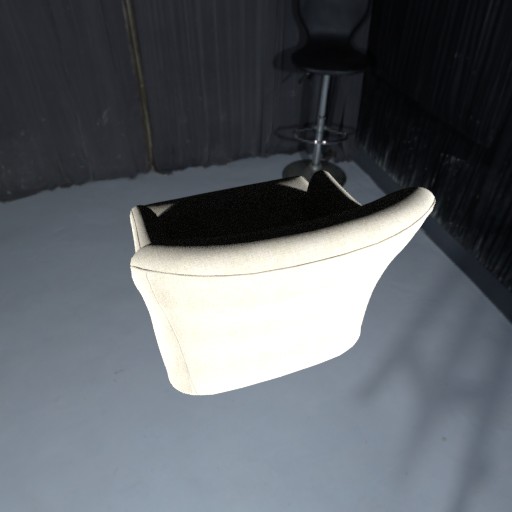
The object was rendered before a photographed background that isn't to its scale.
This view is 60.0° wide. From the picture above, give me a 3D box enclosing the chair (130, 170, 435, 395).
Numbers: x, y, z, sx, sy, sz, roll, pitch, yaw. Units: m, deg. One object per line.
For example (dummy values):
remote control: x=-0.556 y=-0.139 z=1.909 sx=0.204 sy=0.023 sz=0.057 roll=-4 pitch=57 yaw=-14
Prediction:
chair: x=0.000 y=0.000 z=1.627 sx=0.864 sy=0.856 sz=0.923 roll=-13 pitch=44 yaw=-14
